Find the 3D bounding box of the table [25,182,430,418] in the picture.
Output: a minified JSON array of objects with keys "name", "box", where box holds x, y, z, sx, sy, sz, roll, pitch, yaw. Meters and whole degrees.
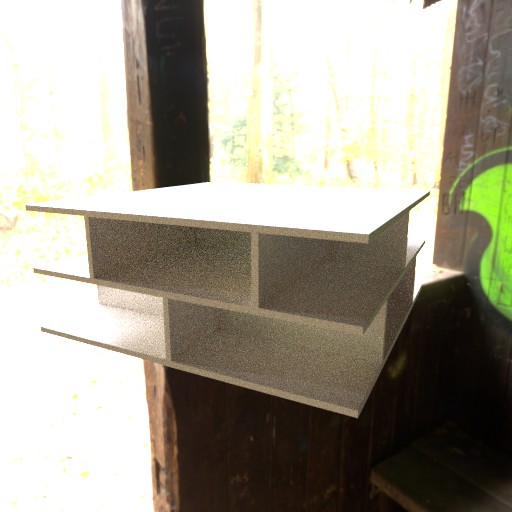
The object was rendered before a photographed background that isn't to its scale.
[{"name":"table","box":[0.000,0.000,1.085,0.700,0.289,0.700,7,15,26]}]
